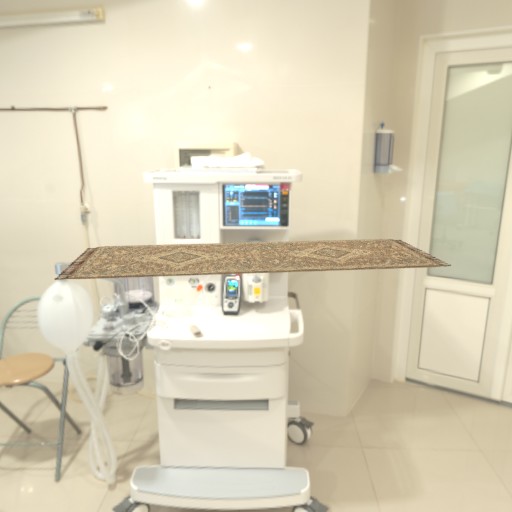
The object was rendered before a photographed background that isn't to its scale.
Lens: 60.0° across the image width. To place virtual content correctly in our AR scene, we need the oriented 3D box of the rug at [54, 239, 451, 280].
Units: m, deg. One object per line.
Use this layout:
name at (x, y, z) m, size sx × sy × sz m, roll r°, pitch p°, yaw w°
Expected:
rug at (0.000, 0.000, 2.863) m, size 2.378 × 0.018 × 1.324 m, roll 2°, pitch 15°, yaw 9°
